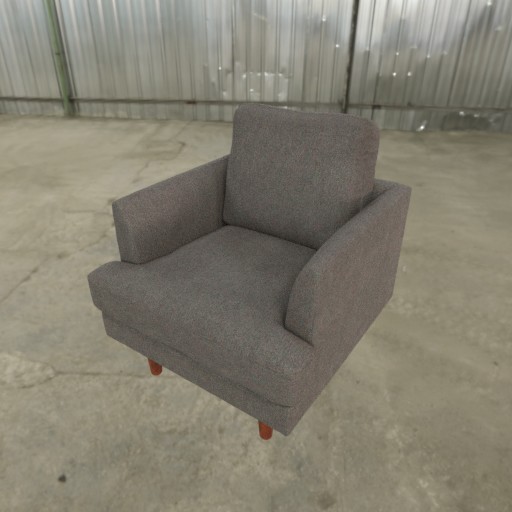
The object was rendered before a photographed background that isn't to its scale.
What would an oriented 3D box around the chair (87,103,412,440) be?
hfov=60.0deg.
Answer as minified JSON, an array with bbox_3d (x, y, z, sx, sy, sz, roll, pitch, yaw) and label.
[{"bbox_3d":[0.000,0.000,1.642,0.858,0.957,0.899,19,35,30],"label":"chair"}]
